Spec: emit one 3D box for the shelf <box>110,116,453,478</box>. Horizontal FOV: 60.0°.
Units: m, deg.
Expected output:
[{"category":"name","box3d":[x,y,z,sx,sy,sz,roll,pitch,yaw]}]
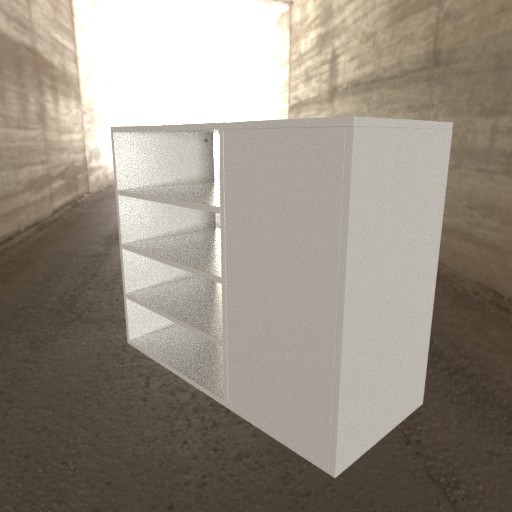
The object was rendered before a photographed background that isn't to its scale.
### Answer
[{"category":"shelf","box3d":[0.000,0.000,1.289,0.396,0.732,0.895,-14,20,-42]}]
